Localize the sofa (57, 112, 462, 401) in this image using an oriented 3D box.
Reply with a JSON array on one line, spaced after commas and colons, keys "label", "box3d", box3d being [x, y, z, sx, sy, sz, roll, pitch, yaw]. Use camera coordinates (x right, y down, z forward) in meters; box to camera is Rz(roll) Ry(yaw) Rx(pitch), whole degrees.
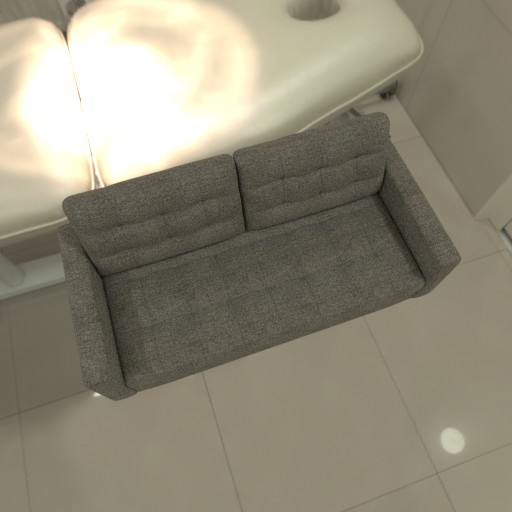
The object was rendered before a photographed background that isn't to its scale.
[{"label": "sofa", "box3d": [0.000, 0.000, 2.296, 1.821, 0.902, 0.863, -17, 66, -8]}]
